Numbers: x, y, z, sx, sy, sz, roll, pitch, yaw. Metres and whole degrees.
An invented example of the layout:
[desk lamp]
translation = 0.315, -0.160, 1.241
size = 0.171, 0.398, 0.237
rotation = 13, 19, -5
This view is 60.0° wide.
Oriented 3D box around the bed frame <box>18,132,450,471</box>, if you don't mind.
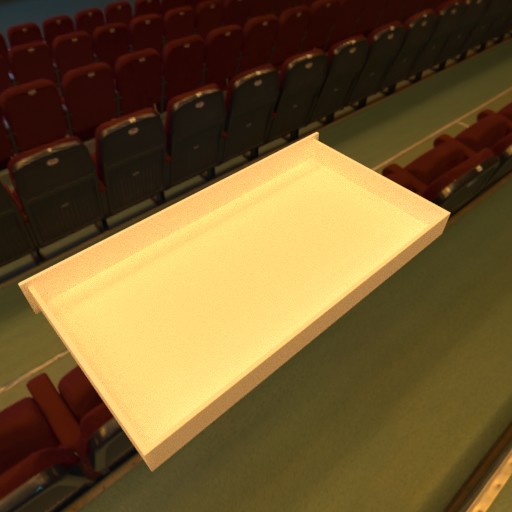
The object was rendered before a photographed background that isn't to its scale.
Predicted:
[bed frame]
translation = 0.000, 0.000, 1.494
size = 1.300, 0.141, 0.670
rotation = -33, 54, -28
